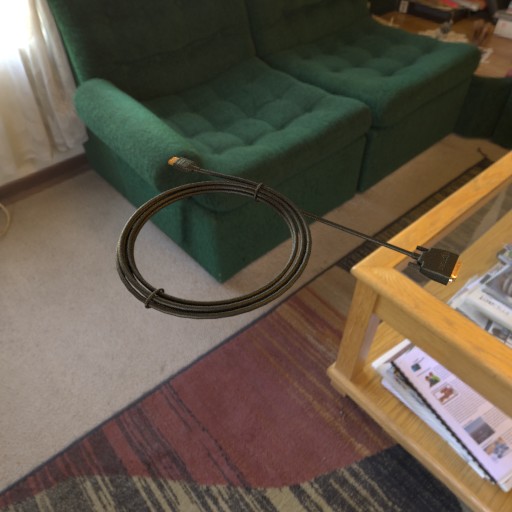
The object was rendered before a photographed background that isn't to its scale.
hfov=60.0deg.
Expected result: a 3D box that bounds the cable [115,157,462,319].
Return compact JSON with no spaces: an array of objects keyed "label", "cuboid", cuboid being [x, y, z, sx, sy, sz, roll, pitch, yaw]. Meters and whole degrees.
[{"label":"cable","cuboid":[0.000,0.000,0.524,0.422,0.030,0.257,24,50,21]}]
